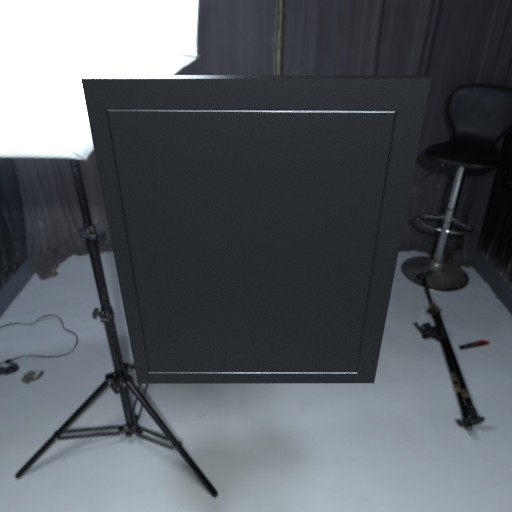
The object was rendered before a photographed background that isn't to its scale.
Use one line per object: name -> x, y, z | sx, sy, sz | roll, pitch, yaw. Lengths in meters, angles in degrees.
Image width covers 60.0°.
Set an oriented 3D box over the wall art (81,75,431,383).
wall art -> 0.000, 0.000, 0.737 | 0.461, 0.558, 0.031 | 0, 30, 0
